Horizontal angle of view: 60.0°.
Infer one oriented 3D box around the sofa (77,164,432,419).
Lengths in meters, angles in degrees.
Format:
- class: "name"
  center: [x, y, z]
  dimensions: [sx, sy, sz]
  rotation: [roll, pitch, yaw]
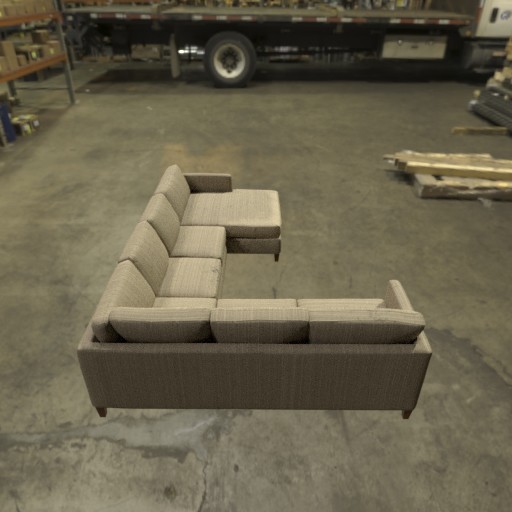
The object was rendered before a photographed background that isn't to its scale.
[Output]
- class: "sofa"
  center: [0.000, 0.000, 4.740]
  dimensions: [2.594, 0.961, 3.460]
  rotation: [0, 32, 0]
